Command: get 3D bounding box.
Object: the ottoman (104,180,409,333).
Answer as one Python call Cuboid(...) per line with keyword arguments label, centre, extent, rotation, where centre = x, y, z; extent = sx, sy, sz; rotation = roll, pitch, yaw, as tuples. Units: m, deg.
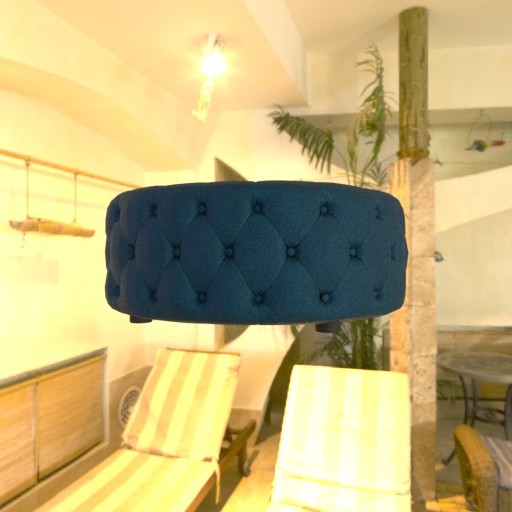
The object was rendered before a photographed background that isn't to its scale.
Cuboid(label="ottoman", centre=(0.000, 0.000, 1.531), extent=(0.998, 0.398, 0.998), rotation=(0, 0, 0))
